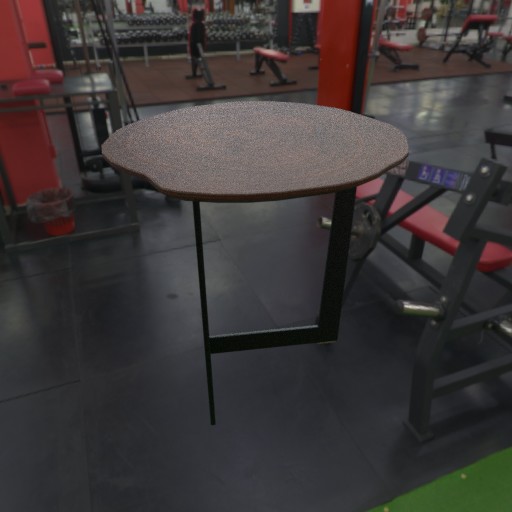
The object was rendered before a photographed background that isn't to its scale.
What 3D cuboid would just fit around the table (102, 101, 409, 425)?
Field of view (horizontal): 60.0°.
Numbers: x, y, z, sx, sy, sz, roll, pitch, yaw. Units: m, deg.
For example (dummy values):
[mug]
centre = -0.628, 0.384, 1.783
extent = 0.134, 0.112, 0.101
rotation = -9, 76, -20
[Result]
[table]
centre = 0.000, 0.000, 0.862
extent = 0.494, 0.476, 0.477
rotation = -10, 33, -16
